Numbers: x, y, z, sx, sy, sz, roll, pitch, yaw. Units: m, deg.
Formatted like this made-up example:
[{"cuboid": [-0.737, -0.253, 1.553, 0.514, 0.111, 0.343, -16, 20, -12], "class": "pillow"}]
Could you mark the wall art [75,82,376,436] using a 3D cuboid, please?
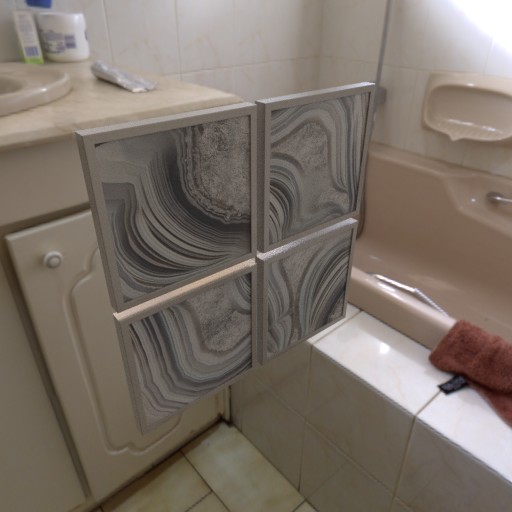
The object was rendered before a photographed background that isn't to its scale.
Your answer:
[{"cuboid": [0.000, 0.000, 0.915, 0.611, 0.611, 0.029, -22, 37, -32], "class": "wall art"}]
